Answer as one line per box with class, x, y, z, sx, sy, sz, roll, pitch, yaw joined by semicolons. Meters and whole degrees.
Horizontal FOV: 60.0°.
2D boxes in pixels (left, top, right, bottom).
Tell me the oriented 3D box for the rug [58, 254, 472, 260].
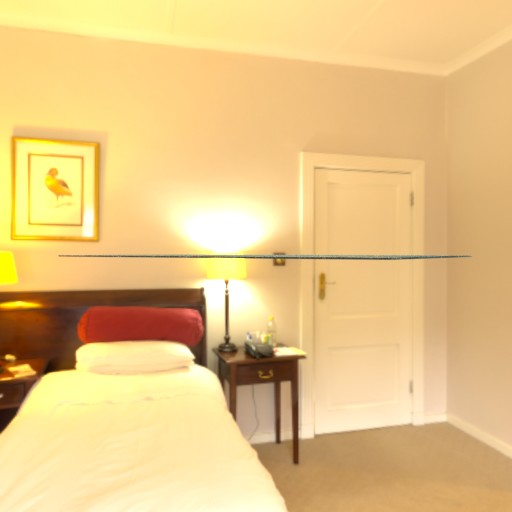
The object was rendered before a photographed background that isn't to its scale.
rug;0.000;0.000;2.228;1.795;0.008;1.102;0;1;37
